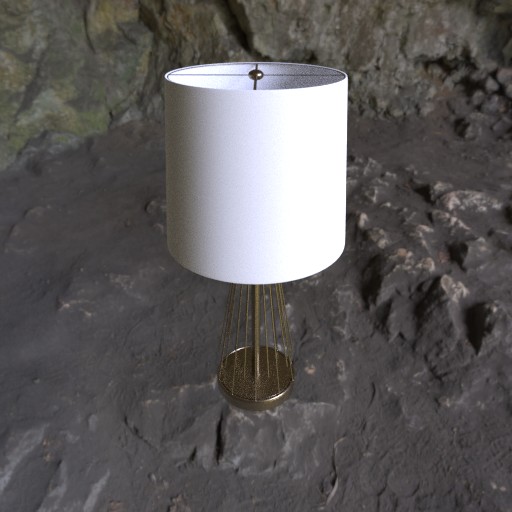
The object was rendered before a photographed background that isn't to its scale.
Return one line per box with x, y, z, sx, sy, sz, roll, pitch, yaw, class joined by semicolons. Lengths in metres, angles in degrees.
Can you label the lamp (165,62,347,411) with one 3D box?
0.000;0.000;0.789;0.303;0.618;0.303;0;30;0;lamp
